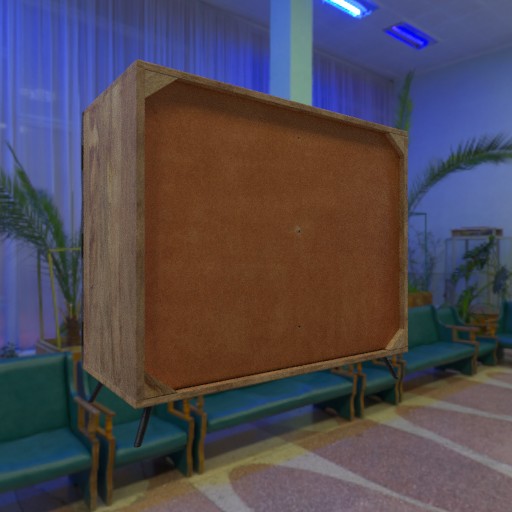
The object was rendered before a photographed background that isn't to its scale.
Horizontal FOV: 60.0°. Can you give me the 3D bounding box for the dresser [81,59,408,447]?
[{"bbox_3d":[0.000,0.000,1.413,0.967,0.847,0.446,0,0,-36],"label":"dresser"}]
